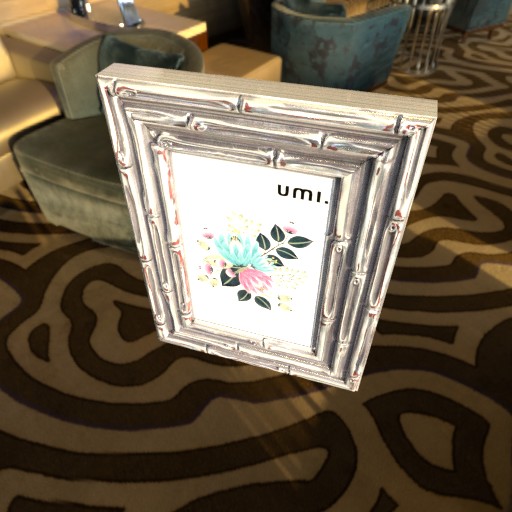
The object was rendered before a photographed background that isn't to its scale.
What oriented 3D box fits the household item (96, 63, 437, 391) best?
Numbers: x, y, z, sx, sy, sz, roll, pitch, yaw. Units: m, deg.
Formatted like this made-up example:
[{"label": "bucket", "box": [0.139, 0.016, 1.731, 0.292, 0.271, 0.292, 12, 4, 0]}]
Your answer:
[{"label": "household item", "box": [0.000, 0.000, 0.283, 0.165, 0.216, 0.025, 12, 43, 13]}]
